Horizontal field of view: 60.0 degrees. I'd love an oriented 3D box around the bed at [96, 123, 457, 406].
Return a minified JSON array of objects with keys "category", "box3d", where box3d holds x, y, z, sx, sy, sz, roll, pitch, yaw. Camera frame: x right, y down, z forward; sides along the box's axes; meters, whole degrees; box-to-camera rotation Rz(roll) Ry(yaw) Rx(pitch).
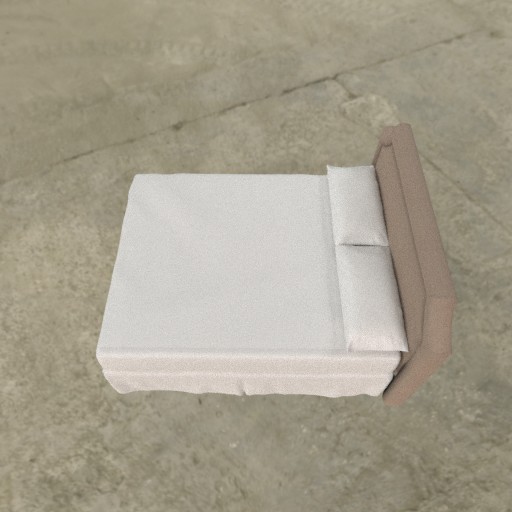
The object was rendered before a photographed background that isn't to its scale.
[{"category":"bed","box3d":[0.000,0.000,3.241,2.164,1.303,1.828,0,57,0]}]
